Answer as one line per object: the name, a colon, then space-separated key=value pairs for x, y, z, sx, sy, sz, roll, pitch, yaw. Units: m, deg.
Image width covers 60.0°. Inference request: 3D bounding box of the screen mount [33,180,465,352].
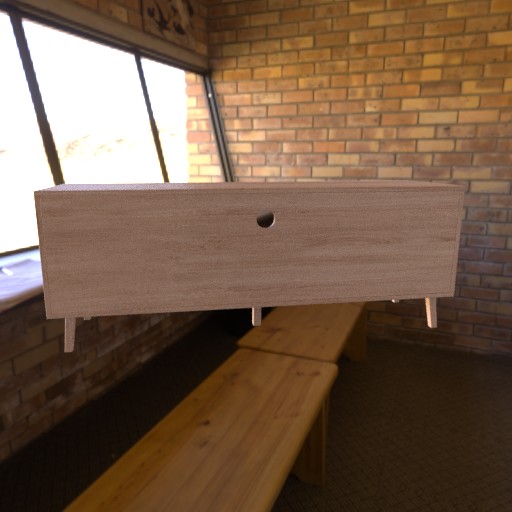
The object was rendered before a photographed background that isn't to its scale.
screen mount: x=0.000 y=0.000 z=1.785 sx=1.500 sy=0.570 sz=0.420 roll=-2 pitch=13 yaw=-9
